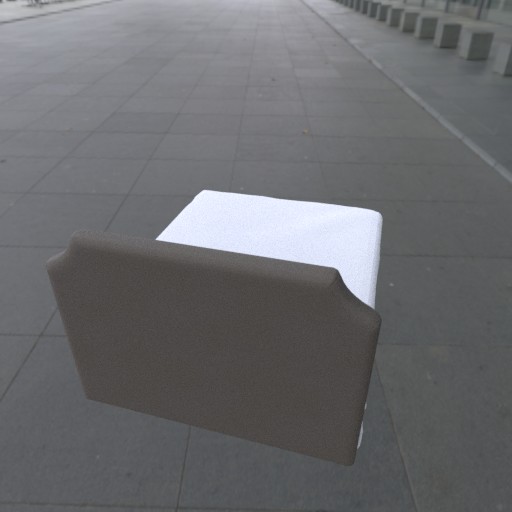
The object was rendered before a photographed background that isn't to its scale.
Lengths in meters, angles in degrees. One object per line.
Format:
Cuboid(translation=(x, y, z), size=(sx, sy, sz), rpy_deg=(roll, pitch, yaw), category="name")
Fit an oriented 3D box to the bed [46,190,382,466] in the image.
Cuboid(translation=(0.000, 0.000, 3.865), size=(2.194, 1.561, 2.536), rpy_deg=(9, 34, 14), category="bed")
